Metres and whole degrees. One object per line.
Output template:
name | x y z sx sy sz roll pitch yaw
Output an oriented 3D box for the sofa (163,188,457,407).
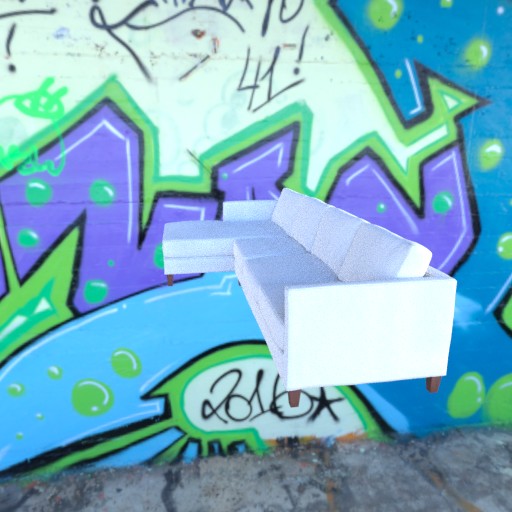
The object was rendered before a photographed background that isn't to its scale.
sofa | 0.000 0.000 3.776 1.625 0.861 3.186 -3 15 -10
